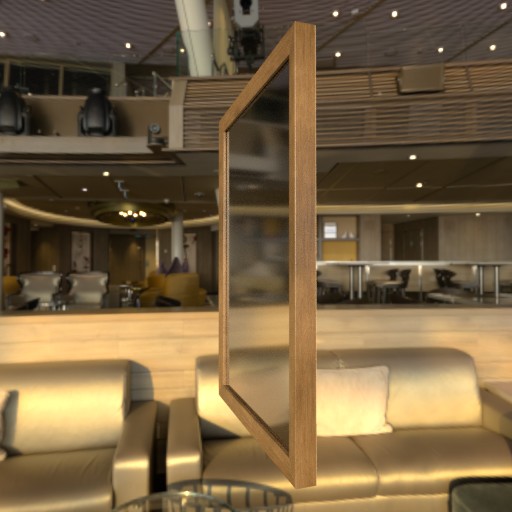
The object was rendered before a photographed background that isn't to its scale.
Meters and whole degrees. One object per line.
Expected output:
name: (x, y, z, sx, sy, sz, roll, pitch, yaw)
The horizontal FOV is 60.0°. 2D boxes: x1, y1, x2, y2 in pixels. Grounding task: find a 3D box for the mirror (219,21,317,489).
mirror: (0.000, 0.000, 0.919, 0.040, 0.710, 0.507, 0, -1, -18)
